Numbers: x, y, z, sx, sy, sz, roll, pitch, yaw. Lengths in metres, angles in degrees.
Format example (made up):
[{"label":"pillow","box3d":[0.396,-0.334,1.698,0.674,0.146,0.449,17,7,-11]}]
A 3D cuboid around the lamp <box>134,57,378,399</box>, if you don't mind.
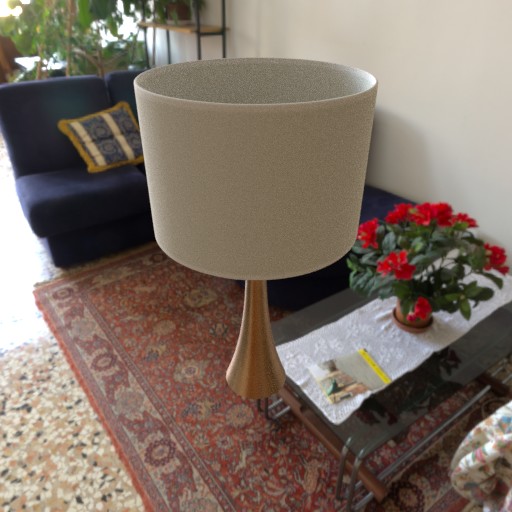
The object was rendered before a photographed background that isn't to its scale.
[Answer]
[{"label":"lamp","box3d":[0.000,0.000,0.625,0.268,0.479,0.268,10,34,15]}]
